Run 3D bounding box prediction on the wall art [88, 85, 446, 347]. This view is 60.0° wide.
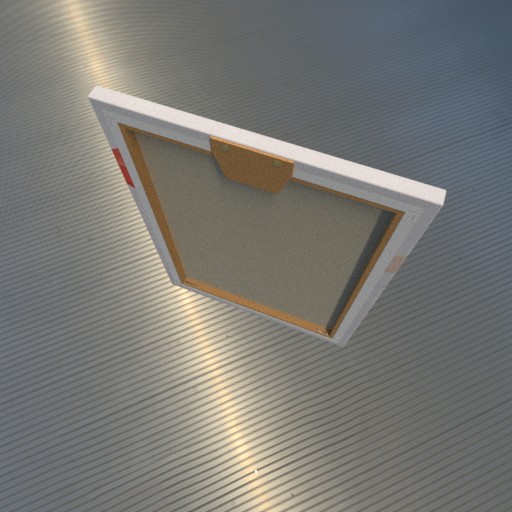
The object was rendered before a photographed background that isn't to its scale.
[{"bbox_3d":[0.000,0.000,1.099,0.613,0.848,0.036,19,66,9],"label":"wall art"}]
